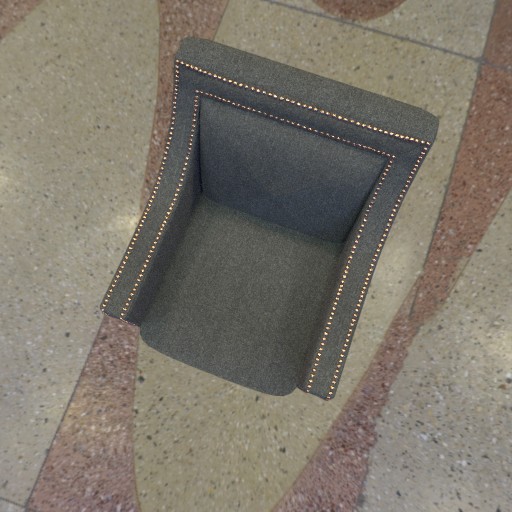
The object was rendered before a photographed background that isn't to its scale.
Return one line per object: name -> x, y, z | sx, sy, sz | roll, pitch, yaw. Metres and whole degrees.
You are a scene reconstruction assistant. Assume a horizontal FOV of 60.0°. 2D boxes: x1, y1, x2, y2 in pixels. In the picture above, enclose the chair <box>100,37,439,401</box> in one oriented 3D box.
chair -> 0.000, 0.000, 1.597 | 0.776, 0.967, 0.884 | 20, 77, 5
